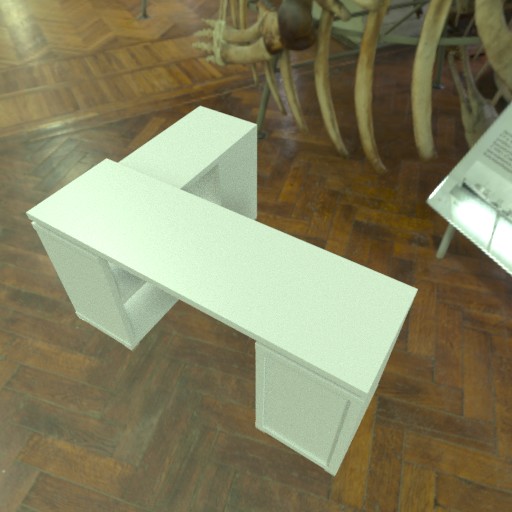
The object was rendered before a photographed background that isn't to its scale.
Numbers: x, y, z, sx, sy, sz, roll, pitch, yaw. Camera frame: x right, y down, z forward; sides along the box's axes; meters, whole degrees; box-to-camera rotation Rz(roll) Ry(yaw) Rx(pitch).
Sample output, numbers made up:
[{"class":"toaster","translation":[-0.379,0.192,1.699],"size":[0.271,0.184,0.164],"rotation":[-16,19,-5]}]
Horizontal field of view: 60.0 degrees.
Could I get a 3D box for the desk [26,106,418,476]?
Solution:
[{"class":"desk","translation":[0.000,0.000,2.201],"size":[1.524,0.753,1.200],"rotation":[24,51,21]}]
